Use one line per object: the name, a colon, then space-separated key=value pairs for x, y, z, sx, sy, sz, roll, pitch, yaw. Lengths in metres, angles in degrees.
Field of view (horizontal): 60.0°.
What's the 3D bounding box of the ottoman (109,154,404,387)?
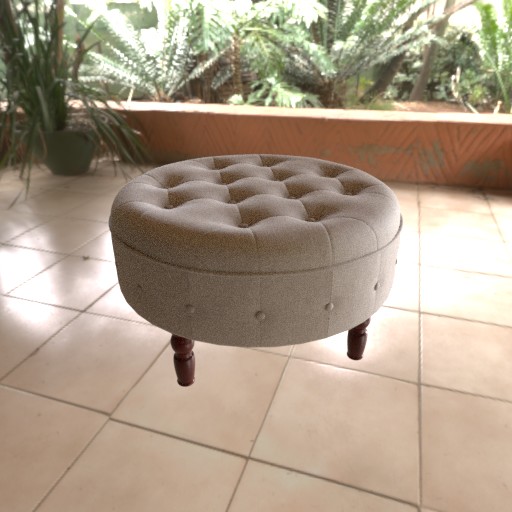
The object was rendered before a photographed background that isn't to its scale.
ottoman: x=0.000 y=0.000 z=1.403 sx=0.849 sy=0.478 sz=0.849 roll=0 pitch=26 yaw=0
